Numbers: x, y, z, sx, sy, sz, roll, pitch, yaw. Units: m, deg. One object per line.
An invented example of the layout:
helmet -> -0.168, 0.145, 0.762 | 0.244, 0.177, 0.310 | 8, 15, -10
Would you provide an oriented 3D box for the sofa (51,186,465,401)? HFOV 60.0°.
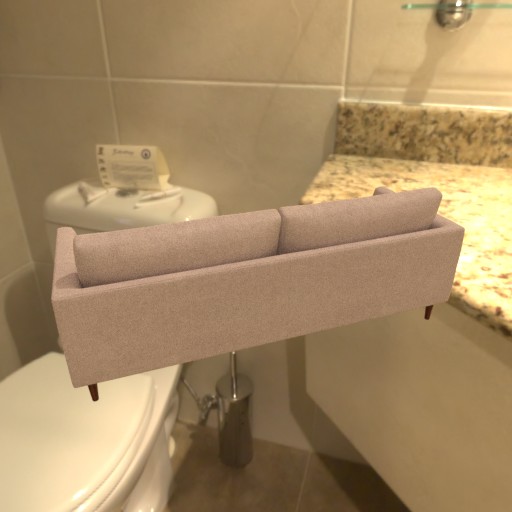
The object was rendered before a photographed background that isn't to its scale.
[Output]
sofa -> 0.000, 0.000, 2.746 | 2.250, 0.868, 1.020 | -10, 29, -18
